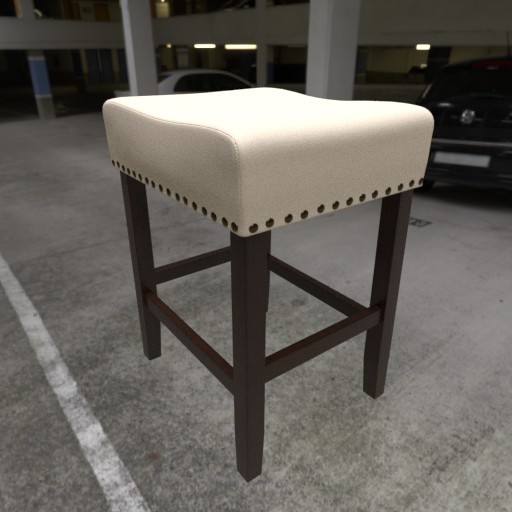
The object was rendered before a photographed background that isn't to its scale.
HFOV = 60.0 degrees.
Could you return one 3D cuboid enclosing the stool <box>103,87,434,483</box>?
[{"bbox_3d":[0.000,0.000,0.913,0.401,0.609,0.471,-18,31,-33],"label":"stool"}]
